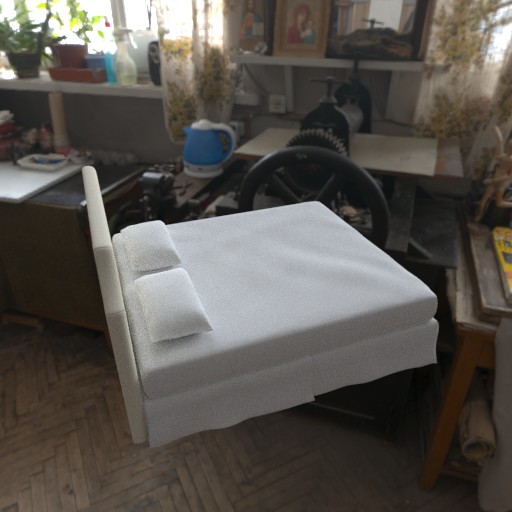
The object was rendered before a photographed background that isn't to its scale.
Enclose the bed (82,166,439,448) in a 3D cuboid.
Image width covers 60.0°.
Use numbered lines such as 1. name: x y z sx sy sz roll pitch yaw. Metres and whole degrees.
1. bed: 0.000 0.000 4.206 2.773 1.590 2.350 -11 32 -18
